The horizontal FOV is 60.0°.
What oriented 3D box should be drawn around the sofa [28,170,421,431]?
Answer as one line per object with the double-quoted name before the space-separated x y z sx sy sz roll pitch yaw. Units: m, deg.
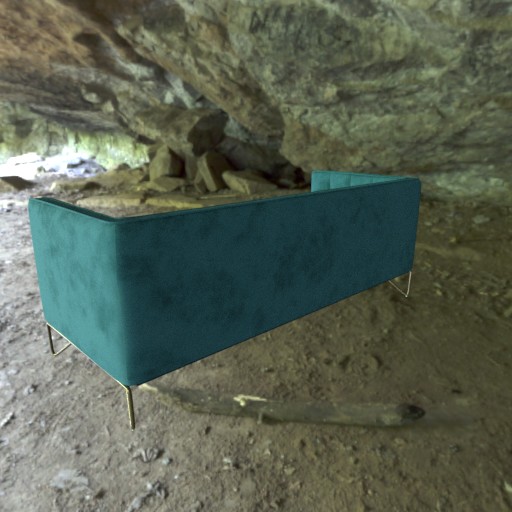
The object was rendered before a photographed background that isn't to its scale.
"sofa" 0.000 0.000 2.482 2.087 0.789 0.867 -14 21 -41
